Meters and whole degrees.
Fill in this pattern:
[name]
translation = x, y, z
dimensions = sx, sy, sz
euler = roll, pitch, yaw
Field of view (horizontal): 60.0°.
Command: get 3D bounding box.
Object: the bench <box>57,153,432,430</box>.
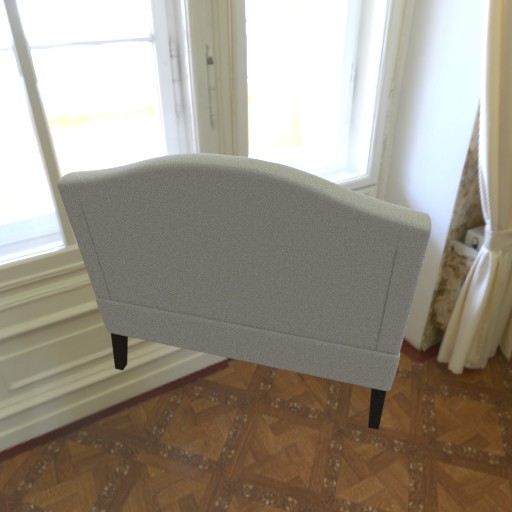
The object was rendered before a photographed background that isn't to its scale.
[bench]
translation = 0.000, 0.000, 2.032
dimensions = 1.335, 1.180, 0.815
euler = 9, 33, 14
